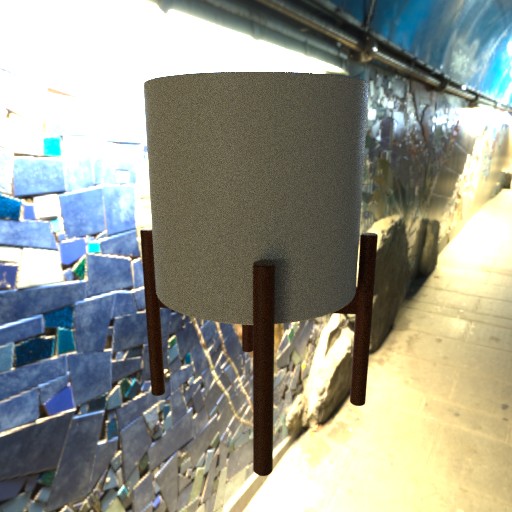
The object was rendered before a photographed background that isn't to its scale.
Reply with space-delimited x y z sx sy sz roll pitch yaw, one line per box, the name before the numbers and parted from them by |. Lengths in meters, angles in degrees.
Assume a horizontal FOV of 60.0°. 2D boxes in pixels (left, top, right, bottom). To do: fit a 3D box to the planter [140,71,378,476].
planter | 0.000 0.000 0.930 0.417 0.670 0.417 -15 21 -43
